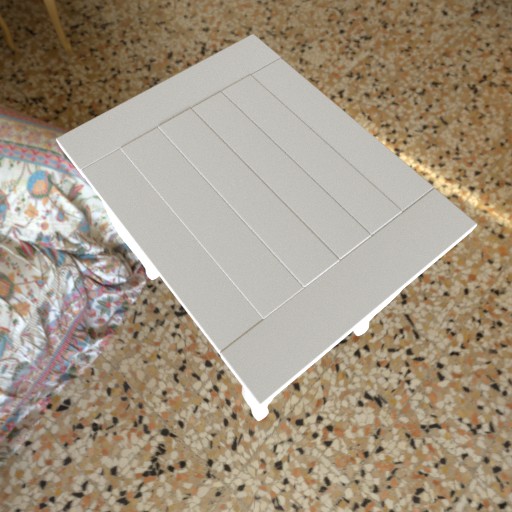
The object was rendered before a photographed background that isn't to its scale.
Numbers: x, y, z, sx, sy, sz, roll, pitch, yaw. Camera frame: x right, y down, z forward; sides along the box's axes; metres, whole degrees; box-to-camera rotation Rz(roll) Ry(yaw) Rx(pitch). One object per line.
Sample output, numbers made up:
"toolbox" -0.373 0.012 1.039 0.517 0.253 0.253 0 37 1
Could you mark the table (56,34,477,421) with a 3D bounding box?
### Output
"table" 0.000 0.000 1.039 0.463 0.605 0.599 -35 69 -16
